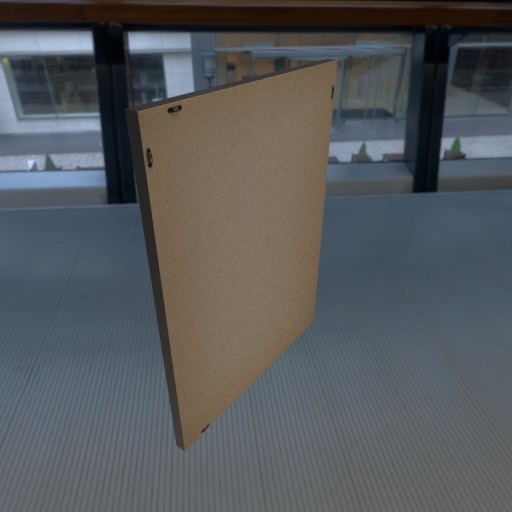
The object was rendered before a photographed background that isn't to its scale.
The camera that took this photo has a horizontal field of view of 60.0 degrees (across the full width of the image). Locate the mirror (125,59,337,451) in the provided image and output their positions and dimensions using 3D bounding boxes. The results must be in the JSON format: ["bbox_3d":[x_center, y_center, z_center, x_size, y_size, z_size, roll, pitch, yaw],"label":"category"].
[{"bbox_3d":[0.000,0.000,1.347,0.041,1.016,0.762,22,38,31],"label":"mirror"}]
